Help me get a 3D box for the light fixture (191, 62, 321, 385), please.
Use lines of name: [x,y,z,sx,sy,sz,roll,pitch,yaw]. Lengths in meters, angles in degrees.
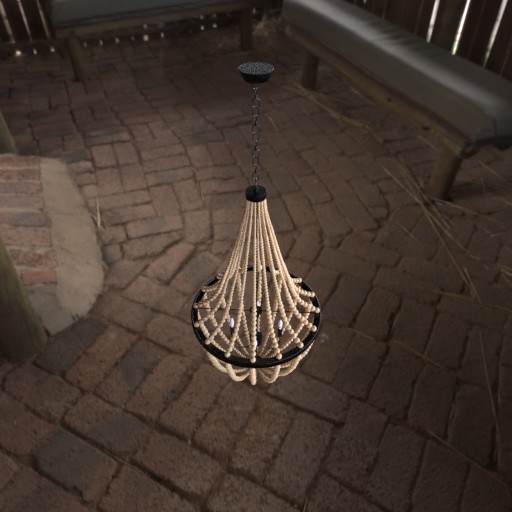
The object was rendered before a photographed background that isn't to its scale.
light fixture: [0.000,0.000,1.374,0.450,1.133,0.450,0,42,0]
